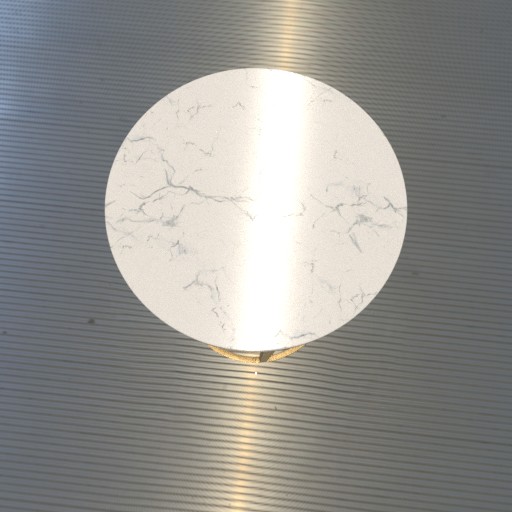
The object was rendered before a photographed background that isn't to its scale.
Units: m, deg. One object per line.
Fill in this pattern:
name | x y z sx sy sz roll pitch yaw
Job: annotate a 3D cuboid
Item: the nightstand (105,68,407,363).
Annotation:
nightstand | 0.000 0.000 0.882 0.400 0.610 0.400 -39 78 -9
